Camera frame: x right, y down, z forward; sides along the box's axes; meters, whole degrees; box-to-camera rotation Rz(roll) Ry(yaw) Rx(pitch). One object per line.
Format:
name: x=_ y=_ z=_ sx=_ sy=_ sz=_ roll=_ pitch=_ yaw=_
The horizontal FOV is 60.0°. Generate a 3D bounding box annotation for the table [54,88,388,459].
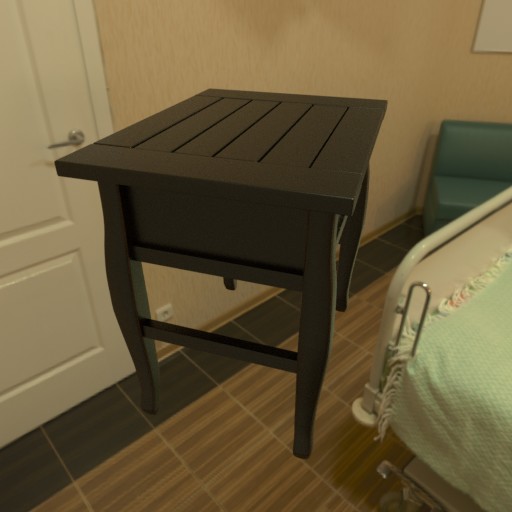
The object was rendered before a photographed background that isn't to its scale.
table: x=0.000 y=0.000 z=1.021 sx=0.460 sy=0.604 sz=0.602 roll=10 pitch=33 yaw=15
